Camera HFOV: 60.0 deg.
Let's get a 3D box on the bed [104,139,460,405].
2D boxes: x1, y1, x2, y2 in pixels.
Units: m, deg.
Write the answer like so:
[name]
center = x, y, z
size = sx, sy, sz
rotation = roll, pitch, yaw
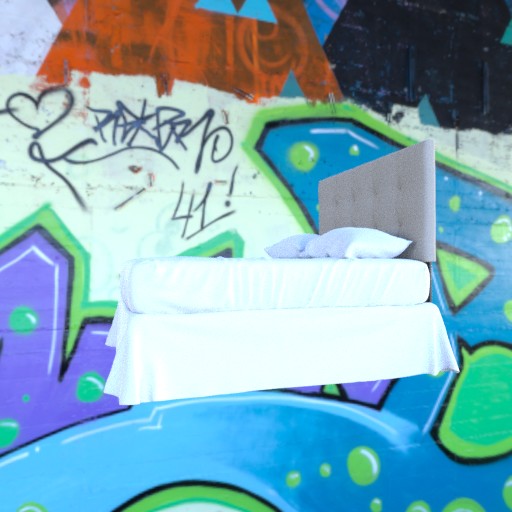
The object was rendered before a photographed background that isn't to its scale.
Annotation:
[bed]
center = 0.000, 0.000, 3.443
size = 2.222, 1.577, 1.936
rotation = 0, -1, -18
